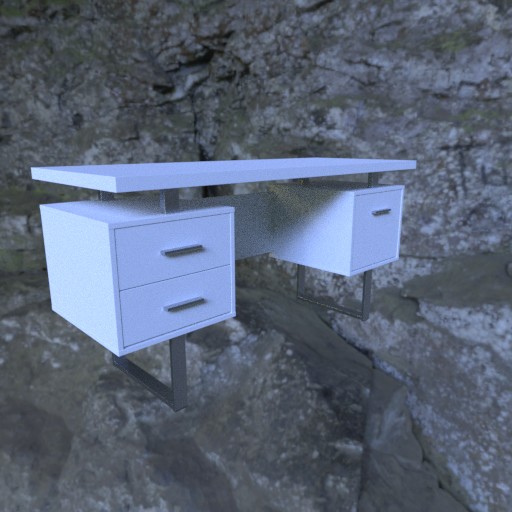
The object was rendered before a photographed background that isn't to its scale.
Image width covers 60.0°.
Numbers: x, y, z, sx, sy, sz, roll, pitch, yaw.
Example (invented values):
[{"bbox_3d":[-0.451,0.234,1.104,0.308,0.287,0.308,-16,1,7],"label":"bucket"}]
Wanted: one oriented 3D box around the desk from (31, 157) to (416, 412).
[{"bbox_3d":[0.000,0.000,1.890,1.530,0.773,0.603,-13,19,-42],"label":"desk"}]
